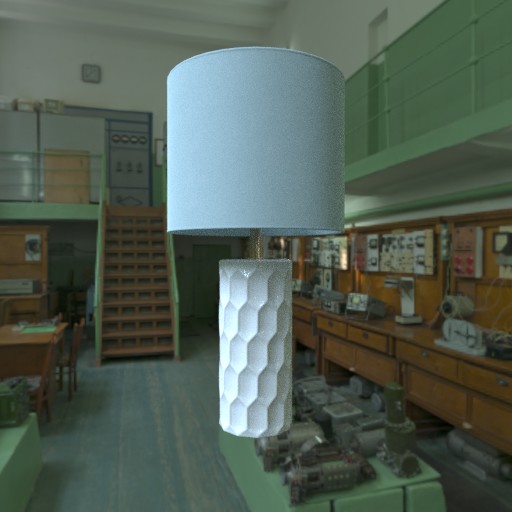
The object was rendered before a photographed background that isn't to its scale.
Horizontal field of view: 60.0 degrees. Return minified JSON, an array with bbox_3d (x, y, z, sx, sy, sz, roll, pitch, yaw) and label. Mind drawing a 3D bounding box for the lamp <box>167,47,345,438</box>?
[{"bbox_3d":[0.000,0.000,0.704,0.277,0.534,0.277,0,0,-18],"label":"lamp"}]
